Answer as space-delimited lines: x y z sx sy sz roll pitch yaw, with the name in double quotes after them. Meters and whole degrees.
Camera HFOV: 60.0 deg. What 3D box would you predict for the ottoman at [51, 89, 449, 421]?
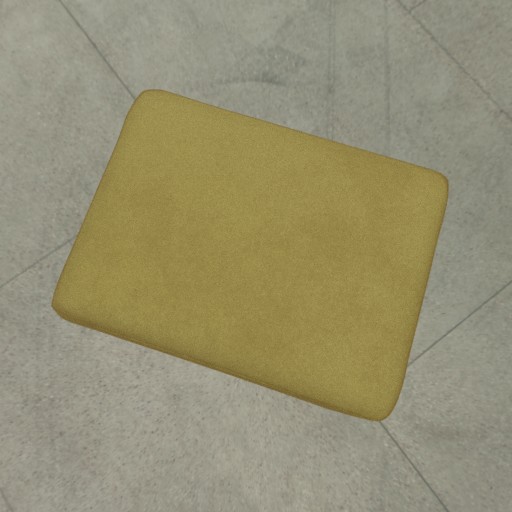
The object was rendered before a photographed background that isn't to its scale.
0.000 0.000 1.165 0.811 0.449 0.608 18 78 4 "ottoman"
